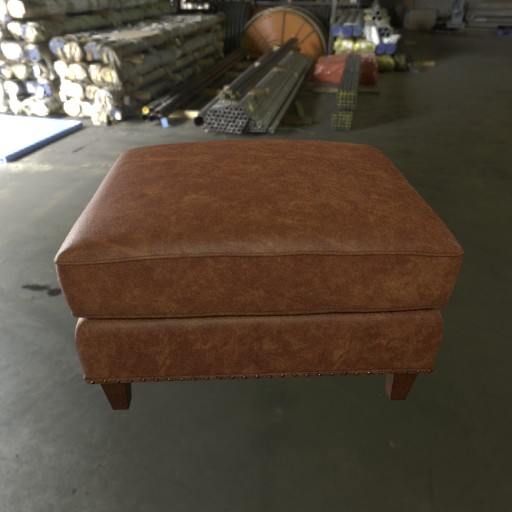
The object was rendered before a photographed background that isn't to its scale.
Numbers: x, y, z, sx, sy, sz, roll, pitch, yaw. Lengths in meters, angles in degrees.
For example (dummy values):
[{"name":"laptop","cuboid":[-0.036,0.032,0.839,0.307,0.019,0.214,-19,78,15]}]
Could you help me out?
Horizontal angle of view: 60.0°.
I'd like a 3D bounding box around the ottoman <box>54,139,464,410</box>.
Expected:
[{"name":"ottoman","cuboid":[0.000,0.000,1.104,0.742,0.486,0.586,-1,32,-2]}]
